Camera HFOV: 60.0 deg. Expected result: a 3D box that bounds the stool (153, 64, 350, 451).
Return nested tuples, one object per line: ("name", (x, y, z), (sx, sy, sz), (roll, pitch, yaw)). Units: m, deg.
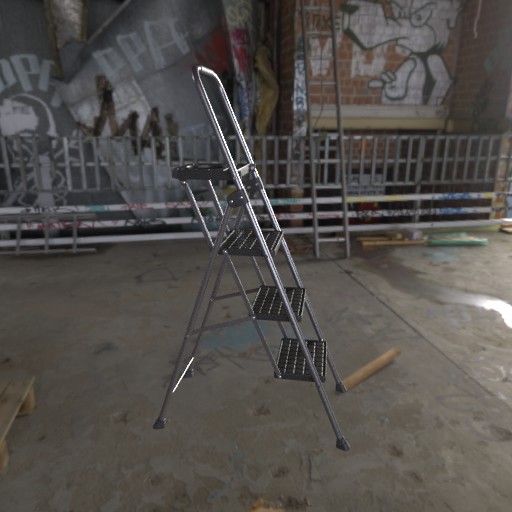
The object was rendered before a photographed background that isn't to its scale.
("stool", (0.000, 0.000, 1.609), (0.733, 1.277, 0.396), (3, 17, 9))
